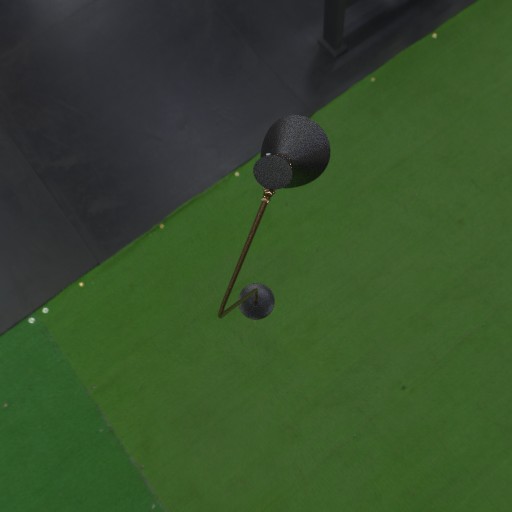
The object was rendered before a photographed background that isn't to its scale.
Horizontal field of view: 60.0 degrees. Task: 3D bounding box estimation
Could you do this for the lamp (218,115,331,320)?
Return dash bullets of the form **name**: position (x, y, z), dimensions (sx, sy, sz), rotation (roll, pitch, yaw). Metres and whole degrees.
- **lamp**: position (0.000, 0.000, 1.592), dimensions (0.467, 1.438, 0.277), rotation (-34, 78, -8)
